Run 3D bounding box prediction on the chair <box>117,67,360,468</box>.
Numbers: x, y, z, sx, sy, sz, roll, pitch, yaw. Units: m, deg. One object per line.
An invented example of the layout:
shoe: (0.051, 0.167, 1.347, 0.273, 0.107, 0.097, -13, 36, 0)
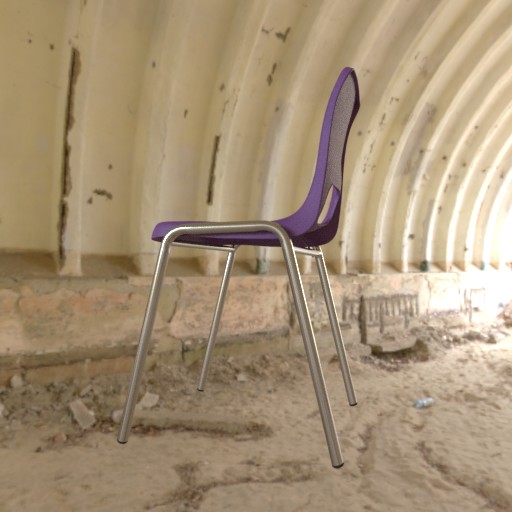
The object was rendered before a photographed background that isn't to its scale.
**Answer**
chair: (0.000, 0.000, 0.949, 0.432, 0.704, 0.381, 0, -2, 17)
